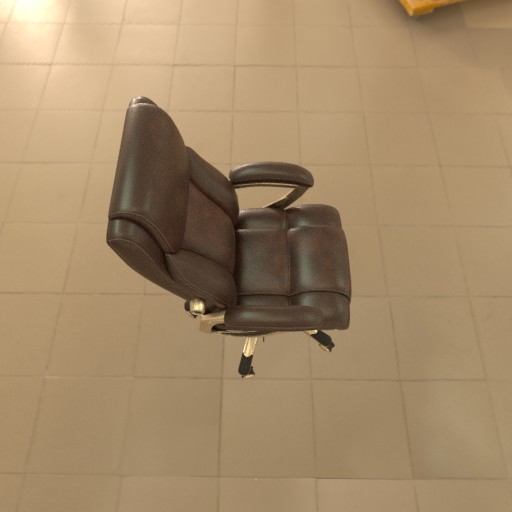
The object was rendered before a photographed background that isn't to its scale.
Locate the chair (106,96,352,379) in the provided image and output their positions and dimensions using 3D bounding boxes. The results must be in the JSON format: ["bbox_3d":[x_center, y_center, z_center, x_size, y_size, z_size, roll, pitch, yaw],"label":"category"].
[{"bbox_3d":[0.000,0.000,1.687,0.749,1.194,0.692,0,63,0],"label":"chair"}]
